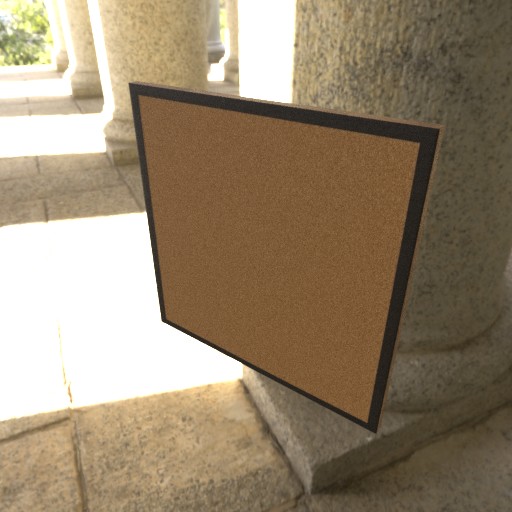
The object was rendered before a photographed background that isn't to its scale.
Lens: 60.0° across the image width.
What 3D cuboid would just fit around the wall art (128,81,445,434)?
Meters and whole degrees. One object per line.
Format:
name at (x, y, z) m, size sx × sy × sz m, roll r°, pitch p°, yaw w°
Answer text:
wall art at (0.000, 0.000, 1.020) m, size 0.695 × 0.691 × 0.029 m, roll 20°, pitch 36°, yaw 30°
